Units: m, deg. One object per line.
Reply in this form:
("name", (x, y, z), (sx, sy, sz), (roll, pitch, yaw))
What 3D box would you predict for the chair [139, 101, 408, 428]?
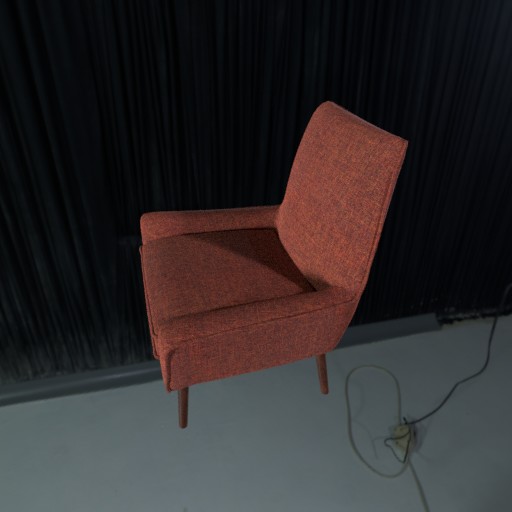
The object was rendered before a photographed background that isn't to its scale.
("chair", (0.000, 0.000, 1.547), (0.784, 0.911, 0.803), (-9, 33, -14))
